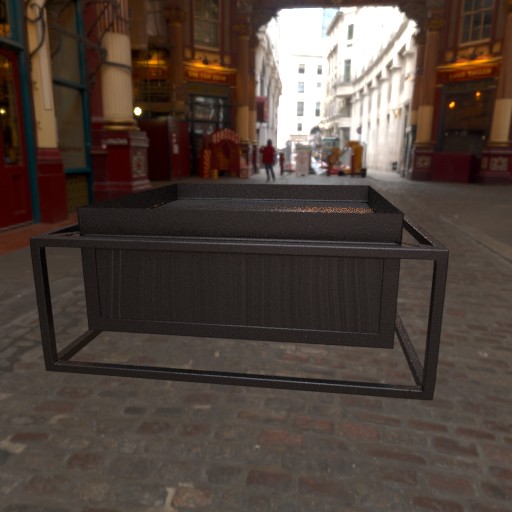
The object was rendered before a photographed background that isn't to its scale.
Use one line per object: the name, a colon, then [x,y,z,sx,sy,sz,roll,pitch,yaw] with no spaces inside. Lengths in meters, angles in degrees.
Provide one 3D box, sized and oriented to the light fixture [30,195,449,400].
light fixture: [0.000,0.000,0.685,0.441,0.191,0.441,2,14,8]
